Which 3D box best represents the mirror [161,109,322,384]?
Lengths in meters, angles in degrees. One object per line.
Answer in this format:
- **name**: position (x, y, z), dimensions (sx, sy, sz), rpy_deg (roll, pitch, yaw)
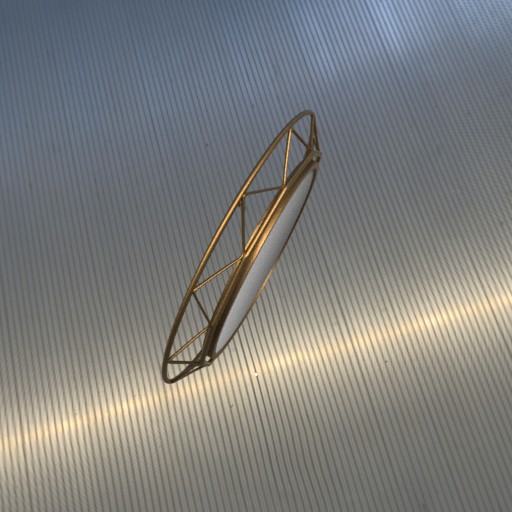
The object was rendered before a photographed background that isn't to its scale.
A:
- **mirror**: position (0.000, 0.000, 0.686), dimensions (0.043, 0.454, 0.454), rpy_deg (28, 77, 7)
